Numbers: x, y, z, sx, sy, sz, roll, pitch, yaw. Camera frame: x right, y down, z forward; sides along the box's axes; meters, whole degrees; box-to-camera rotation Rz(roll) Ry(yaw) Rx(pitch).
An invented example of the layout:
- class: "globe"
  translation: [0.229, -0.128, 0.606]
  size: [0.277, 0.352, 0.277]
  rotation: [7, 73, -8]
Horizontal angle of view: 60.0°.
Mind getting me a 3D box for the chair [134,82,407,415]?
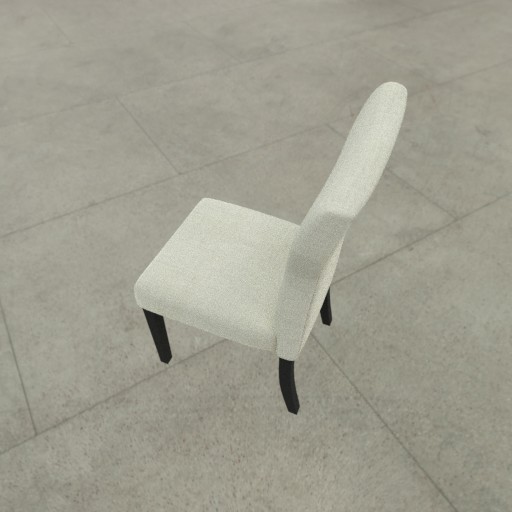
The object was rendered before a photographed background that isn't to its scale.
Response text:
- class: "chair"
  translation: [0.000, 0.000, 1.286]
  size: [0.597, 0.921, 0.509]
  rotation: [17, 49, 16]
